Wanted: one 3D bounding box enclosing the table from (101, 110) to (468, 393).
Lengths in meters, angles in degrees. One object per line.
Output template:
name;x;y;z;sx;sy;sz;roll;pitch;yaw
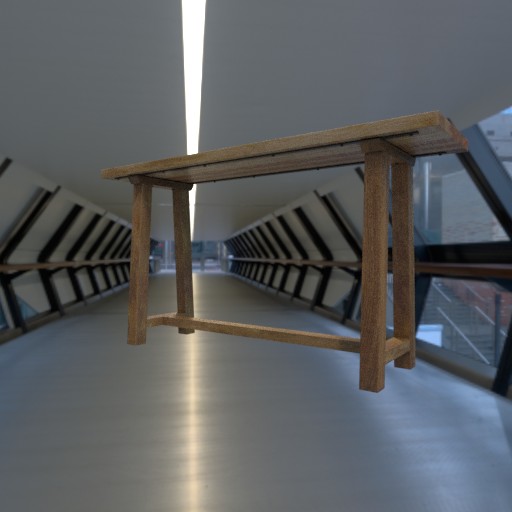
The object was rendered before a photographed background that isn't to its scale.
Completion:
table;0.000;0.000;1.826;1.524;0.810;0.405;1;1;36
